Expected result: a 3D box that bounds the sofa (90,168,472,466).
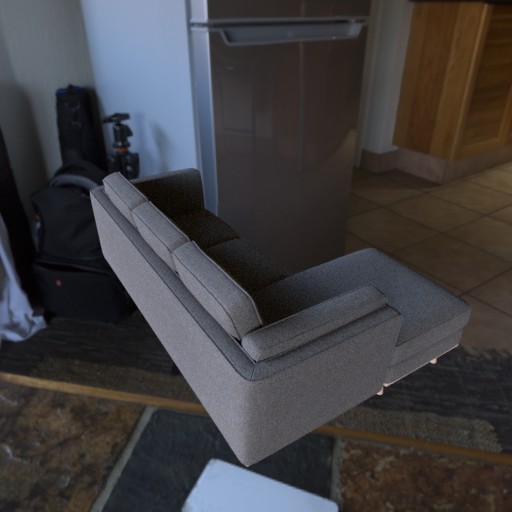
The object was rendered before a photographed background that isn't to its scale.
[{"bbox_3d":[0.000,0.000,3.084,1.604,0.929,2.411,-18,35,-27],"label":"sofa"}]
